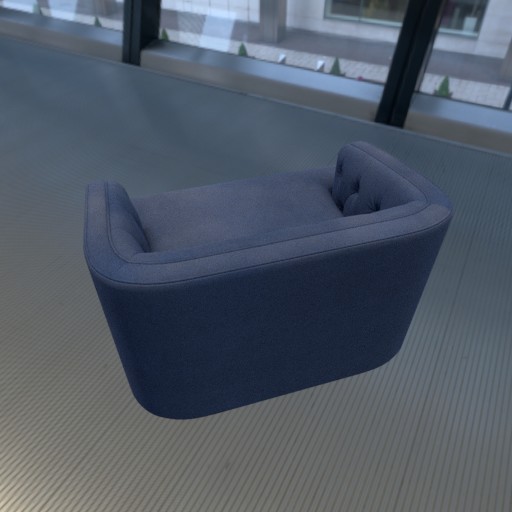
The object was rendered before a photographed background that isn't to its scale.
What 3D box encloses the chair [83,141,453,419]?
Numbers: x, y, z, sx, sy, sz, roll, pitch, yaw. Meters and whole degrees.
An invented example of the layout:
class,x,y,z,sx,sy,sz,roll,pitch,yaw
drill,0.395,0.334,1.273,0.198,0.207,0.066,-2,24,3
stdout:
class,x,y,z,sx,sy,sz,roll,pitch,yaw
chair,0.000,0.000,1.694,1.118,0.787,0.914,-11,43,-13
